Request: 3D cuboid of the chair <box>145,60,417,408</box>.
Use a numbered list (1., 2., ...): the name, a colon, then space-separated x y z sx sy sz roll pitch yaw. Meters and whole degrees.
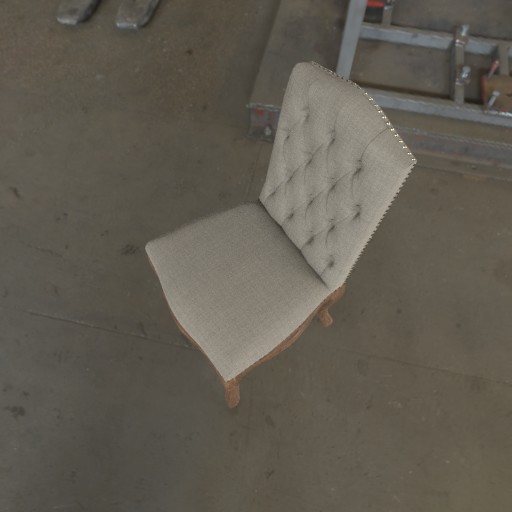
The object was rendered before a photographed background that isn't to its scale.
1. chair: 0.000 0.000 1.637 0.731 1.191 0.637 -30 66 -15
